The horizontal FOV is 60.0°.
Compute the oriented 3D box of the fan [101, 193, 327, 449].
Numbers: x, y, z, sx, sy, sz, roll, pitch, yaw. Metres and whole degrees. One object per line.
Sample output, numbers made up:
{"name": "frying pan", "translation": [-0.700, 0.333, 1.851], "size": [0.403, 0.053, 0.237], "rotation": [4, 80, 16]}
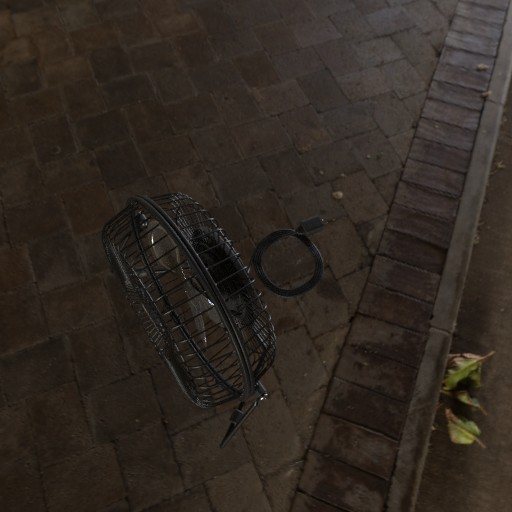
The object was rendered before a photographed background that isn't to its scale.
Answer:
{"name": "fan", "translation": [0.000, 0.000, 0.379], "size": [0.227, 0.188, 0.209], "rotation": [-33, 69, -14]}
